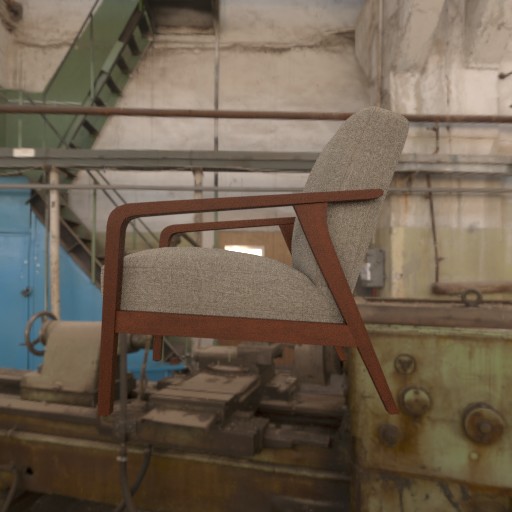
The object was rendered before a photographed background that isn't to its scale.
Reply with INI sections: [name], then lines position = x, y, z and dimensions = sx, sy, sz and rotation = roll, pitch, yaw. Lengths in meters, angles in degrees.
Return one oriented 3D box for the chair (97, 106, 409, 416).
[chair]
position = 0.000, 0.000, 1.492
dimensions = 0.858, 0.847, 0.704
rotation = 0, -1, -1
